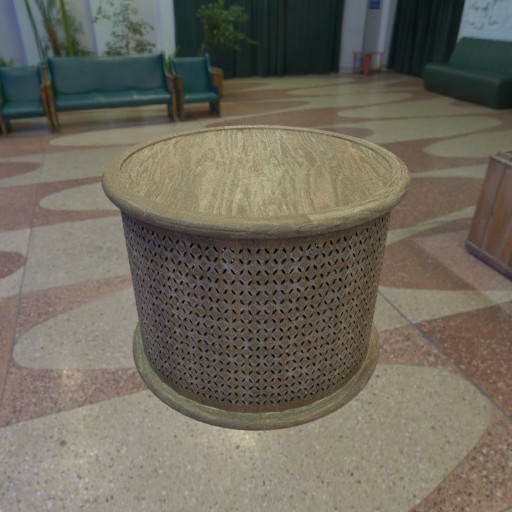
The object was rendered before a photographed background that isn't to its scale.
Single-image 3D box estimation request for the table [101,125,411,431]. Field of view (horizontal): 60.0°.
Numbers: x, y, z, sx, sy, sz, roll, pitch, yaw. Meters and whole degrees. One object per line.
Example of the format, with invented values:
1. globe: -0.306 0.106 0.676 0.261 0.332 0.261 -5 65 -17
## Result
1. table: 0.000 0.000 1.015 0.607 0.450 0.607 0 30 0
